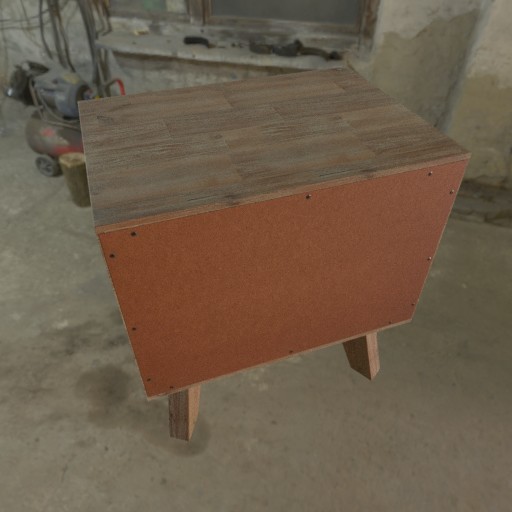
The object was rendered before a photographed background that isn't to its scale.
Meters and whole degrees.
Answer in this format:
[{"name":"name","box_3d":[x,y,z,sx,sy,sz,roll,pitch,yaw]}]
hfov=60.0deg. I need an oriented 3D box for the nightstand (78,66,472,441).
[{"name":"nightstand","box_3d":[0.000,0.000,0.935,0.552,0.589,0.396,-13,44,-14]}]
